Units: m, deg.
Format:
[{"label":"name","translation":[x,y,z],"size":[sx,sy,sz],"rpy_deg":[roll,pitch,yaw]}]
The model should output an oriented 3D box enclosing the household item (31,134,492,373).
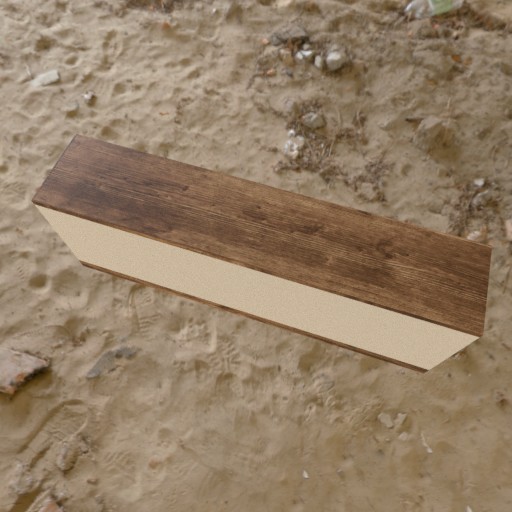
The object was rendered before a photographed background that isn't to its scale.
[{"label":"household item","translation":[0.000,0.000,2.033],"size":[1.800,0.615,0.390],"rpy_deg":[16,64,8]}]
